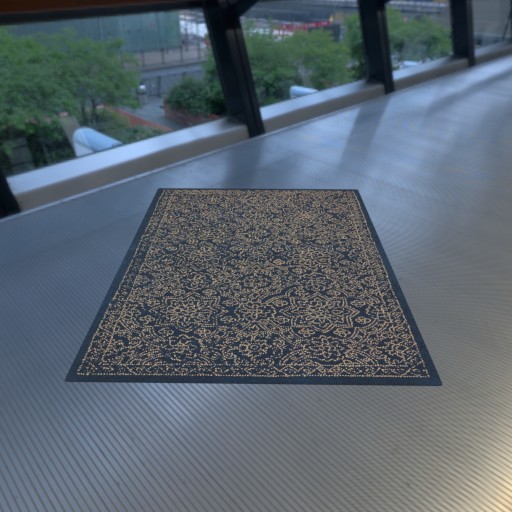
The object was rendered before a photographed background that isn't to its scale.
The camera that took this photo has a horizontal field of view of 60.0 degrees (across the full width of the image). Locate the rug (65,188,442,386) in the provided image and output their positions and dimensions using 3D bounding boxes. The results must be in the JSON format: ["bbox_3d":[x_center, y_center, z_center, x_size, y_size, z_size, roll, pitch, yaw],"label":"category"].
[{"bbox_3d":[0.000,0.000,4.129,2.438,0.010,3.048,0,33,1],"label":"rug"}]
